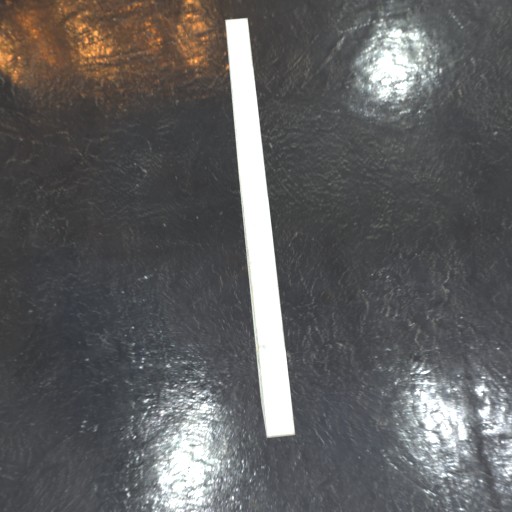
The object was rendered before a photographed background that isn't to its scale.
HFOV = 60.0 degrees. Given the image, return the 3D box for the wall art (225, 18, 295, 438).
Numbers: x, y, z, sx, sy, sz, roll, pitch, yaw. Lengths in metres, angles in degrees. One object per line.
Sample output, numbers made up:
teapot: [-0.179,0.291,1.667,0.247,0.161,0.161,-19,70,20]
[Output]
wall art: [0.000,0.000,0.757,0.029,0.506,0.508,-6,76,-1]
